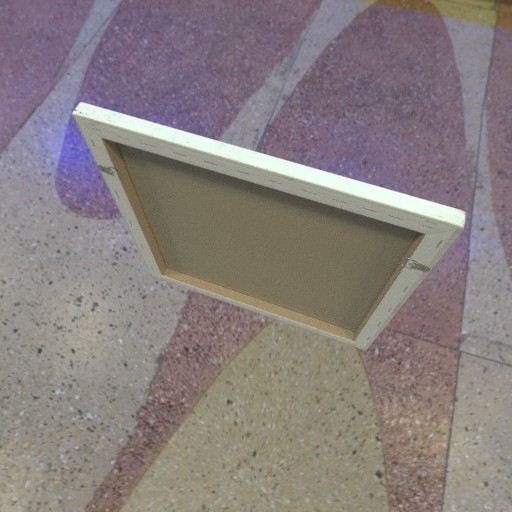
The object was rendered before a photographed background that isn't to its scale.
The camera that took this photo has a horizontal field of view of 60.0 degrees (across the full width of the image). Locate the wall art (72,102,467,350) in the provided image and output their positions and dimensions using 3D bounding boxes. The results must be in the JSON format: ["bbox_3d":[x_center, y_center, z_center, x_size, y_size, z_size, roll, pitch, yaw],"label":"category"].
[{"bbox_3d":[0.000,0.000,1.150,0.762,0.762,0.038,18,64,9],"label":"wall art"}]
